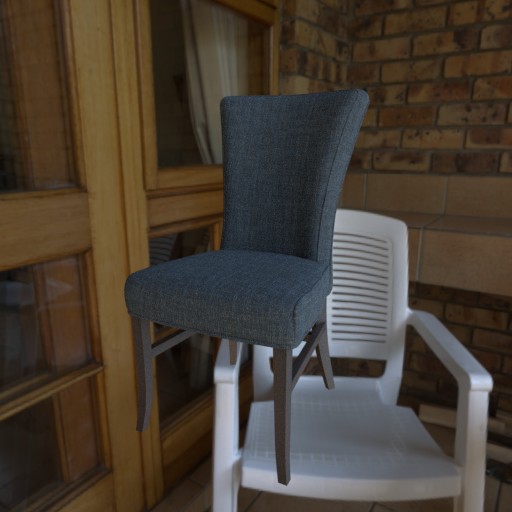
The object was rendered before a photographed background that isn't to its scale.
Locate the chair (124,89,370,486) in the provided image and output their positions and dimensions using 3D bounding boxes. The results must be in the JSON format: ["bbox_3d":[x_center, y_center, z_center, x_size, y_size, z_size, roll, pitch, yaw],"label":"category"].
[{"bbox_3d":[0.000,0.000,1.359,0.520,0.991,0.660,7,16,26],"label":"chair"}]
